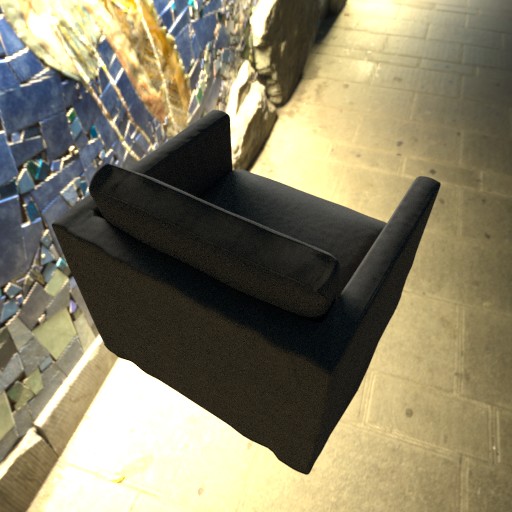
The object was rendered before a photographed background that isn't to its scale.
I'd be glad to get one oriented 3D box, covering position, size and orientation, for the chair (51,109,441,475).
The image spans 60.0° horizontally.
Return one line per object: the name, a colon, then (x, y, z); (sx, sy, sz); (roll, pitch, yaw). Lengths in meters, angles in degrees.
chair: (0.000, 0.000, 1.718); (1.057, 0.863, 0.949); (24, 50, 22)
